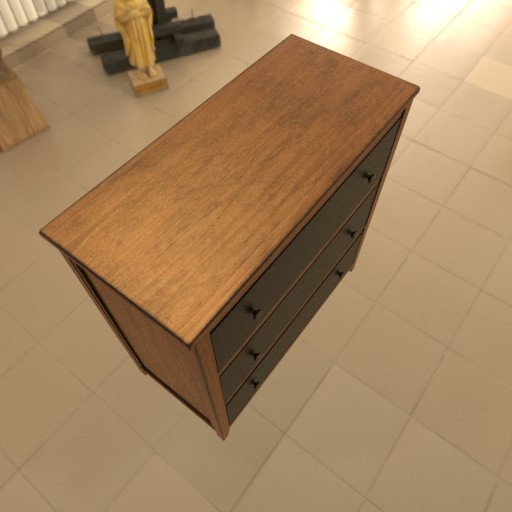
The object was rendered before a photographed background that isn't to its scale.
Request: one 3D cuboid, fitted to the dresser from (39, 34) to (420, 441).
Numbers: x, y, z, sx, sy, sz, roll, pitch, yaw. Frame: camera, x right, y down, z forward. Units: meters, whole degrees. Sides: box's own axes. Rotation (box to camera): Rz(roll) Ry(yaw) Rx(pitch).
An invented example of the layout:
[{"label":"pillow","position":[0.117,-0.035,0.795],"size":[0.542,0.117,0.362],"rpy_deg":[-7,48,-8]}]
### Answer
[{"label":"dresser","position":[0.000,0.000,1.928],"size":[0.591,1.224,1.250],"rpy_deg":[32,62,19]}]
